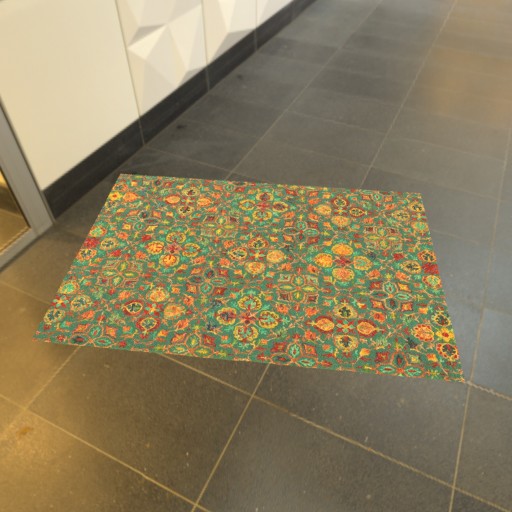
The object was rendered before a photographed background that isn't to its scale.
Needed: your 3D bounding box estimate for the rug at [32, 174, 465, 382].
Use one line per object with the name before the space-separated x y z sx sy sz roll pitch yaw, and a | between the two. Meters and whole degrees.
rug | 0.000 0.000 2.844 2.290 0.016 1.527 4 46 4
